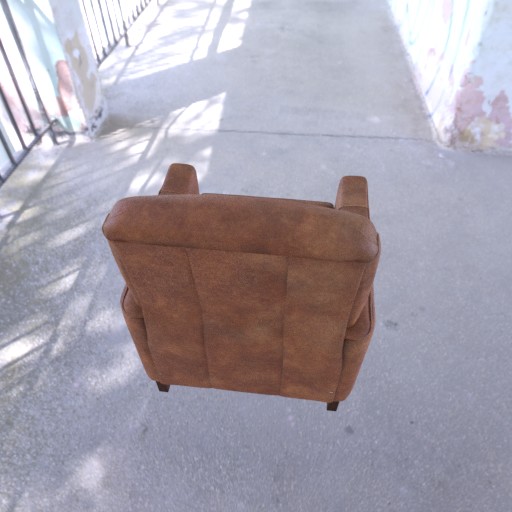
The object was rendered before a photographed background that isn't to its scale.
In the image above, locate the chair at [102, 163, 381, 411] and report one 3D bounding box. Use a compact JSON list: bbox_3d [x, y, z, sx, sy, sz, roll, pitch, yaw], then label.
[{"bbox_3d":[0.000,0.000,1.678,0.843,1.043,0.836,5,47,5],"label":"chair"}]
